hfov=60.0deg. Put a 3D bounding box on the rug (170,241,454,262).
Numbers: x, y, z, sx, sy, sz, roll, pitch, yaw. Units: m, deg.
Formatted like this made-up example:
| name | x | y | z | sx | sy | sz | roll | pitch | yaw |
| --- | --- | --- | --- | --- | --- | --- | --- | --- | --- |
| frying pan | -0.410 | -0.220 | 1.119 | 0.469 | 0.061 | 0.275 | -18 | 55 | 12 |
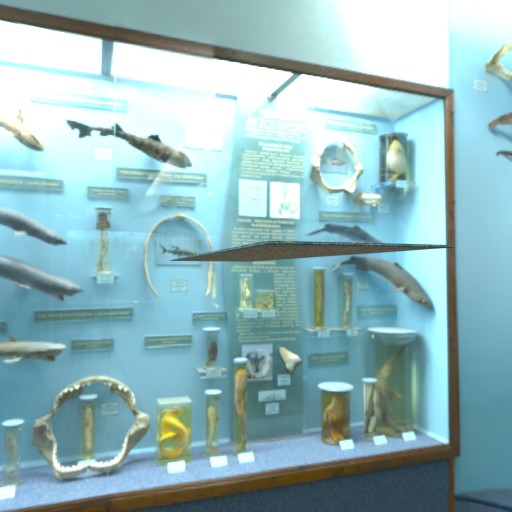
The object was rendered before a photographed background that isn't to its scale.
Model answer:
| name | x | y | z | sx | sy | sz | roll | pitch | yaw |
| --- | --- | --- | --- | --- | --- | --- | --- | --- | --- |
| rug | 0.000 | 0.000 | 2.499 | 0.685 | 0.014 | 2.292 | 1 | -2 | -18 |
